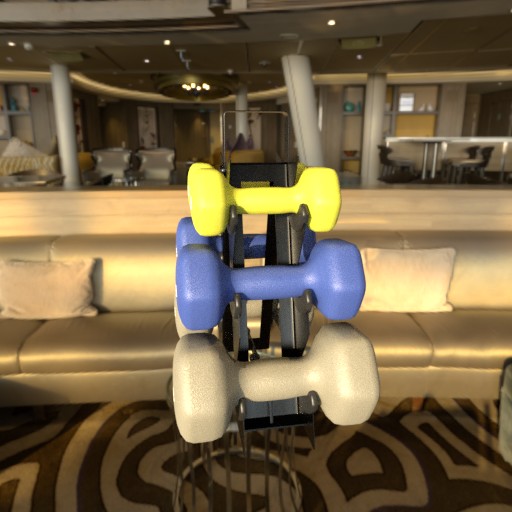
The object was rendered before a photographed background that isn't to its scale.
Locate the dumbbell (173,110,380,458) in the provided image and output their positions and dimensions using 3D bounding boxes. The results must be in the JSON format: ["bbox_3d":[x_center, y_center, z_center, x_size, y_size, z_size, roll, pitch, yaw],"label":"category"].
[{"bbox_3d":[0.000,0.000,0.684,0.261,0.426,0.416,-2,15,-9],"label":"dumbbell"}]
